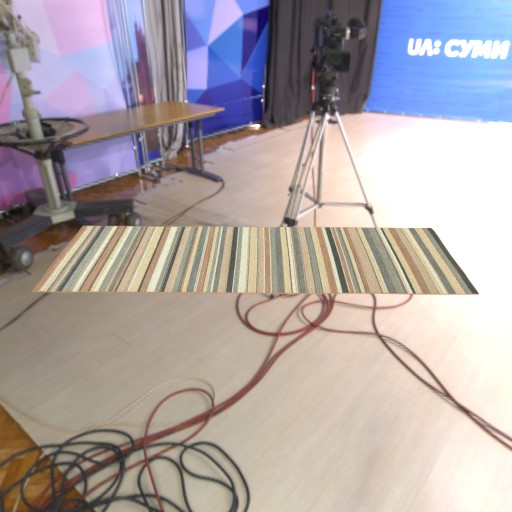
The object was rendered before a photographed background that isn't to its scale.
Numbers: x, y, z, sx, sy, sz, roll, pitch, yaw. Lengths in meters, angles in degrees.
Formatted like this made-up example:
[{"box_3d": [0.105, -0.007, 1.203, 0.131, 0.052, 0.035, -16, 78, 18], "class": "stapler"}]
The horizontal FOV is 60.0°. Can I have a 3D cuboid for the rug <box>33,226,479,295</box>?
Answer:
[{"box_3d": [0.000, 0.000, 2.753, 2.444, 0.010, 0.799, 0, 31, 1], "class": "rug"}]
